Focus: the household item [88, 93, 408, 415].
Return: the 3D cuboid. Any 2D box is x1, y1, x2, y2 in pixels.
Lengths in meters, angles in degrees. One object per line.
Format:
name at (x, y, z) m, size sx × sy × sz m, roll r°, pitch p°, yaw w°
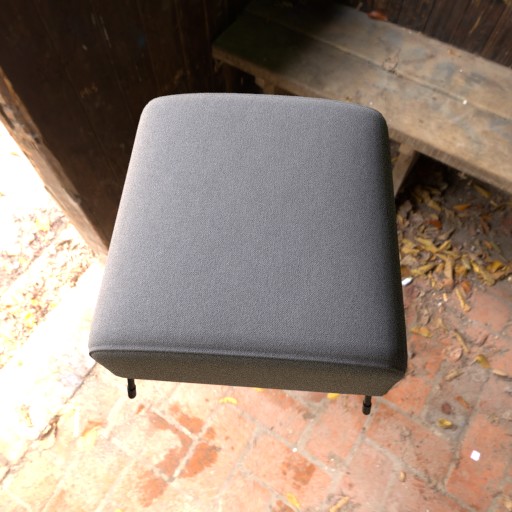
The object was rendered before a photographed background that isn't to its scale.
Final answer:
household item at (0.000, 0.000, 0.895) m, size 0.530 × 0.410 × 0.530 m, roll 3°, pitch 64°, yaw 2°
